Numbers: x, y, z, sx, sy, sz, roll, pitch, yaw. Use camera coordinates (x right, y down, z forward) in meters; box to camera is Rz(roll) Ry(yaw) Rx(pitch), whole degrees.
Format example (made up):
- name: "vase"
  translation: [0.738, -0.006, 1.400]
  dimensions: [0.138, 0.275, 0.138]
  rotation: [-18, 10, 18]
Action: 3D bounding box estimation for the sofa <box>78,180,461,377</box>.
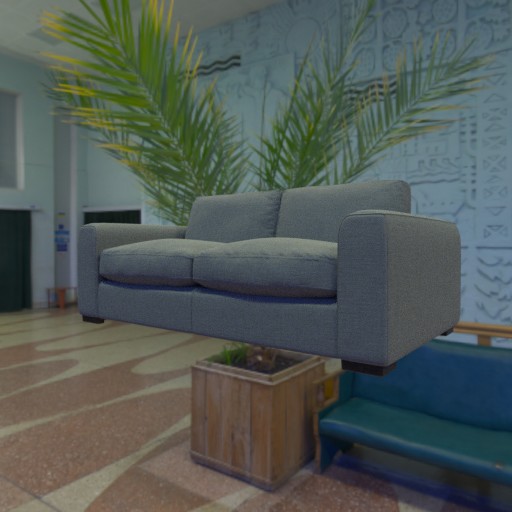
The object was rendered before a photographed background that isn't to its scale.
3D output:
- name: "sofa"
  translation: [0.000, 0.000, 2.479]
  dimensions: [1.920, 0.800, 1.069]
  rotation: [1, 2, 37]
